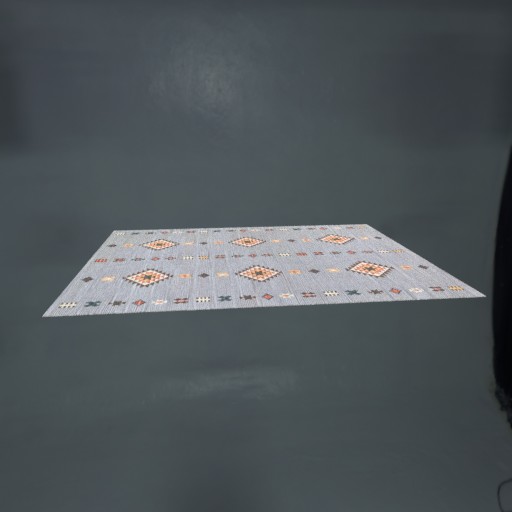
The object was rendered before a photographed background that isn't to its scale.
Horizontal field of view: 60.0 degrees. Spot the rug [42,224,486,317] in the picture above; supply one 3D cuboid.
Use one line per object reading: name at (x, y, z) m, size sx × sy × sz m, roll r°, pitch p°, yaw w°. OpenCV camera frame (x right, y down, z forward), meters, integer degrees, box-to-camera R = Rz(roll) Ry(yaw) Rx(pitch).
rug at (0.000, 0.000, 4.158) m, size 3.035 × 0.008 × 2.425 m, roll -2°, pitch 17°, yaw -6°
